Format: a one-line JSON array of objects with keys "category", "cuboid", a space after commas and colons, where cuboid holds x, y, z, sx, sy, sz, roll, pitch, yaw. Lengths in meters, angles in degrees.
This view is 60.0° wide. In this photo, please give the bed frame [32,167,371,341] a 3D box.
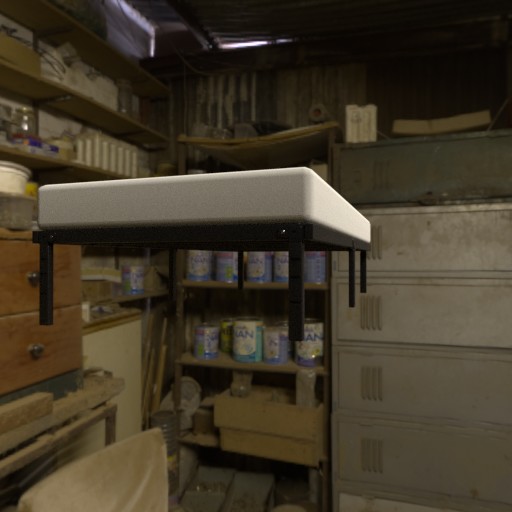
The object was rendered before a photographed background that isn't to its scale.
[{"category": "bed frame", "cuboid": [0.000, 0.000, 3.154, 1.393, 0.680, 2.635, 0, 0, 19]}]
